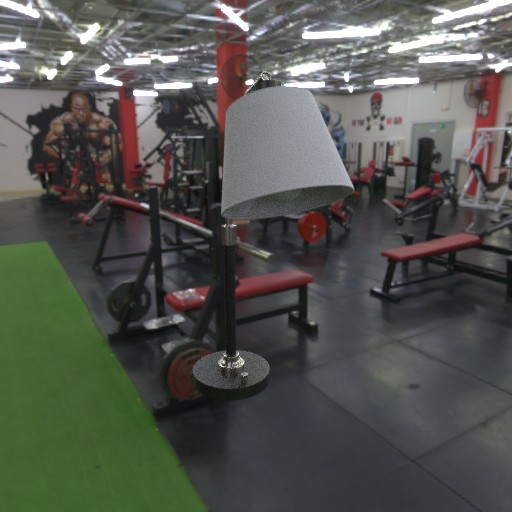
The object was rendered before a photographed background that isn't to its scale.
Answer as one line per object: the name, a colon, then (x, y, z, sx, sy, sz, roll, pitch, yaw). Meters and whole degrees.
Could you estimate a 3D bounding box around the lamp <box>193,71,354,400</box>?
lamp: (0.000, 0.000, 0.703, 0.181, 0.539, 0.348, -8, 17, -27)
